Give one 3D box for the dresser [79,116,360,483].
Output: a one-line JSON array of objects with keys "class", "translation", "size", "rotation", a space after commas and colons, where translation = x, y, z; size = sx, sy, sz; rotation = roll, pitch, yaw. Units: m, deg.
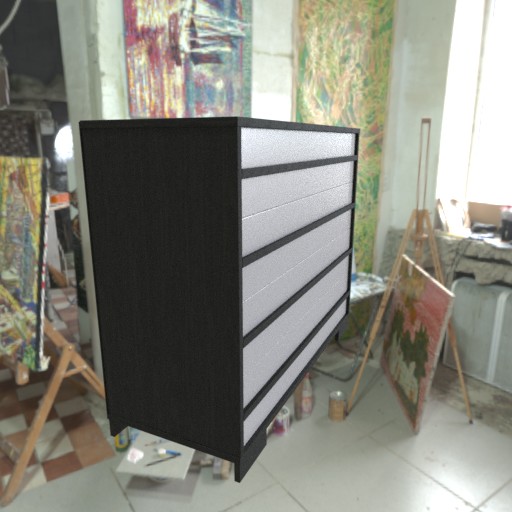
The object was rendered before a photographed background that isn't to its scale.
[{"class": "dresser", "translation": [0.000, 0.000, 1.444], "size": [0.404, 0.816, 0.994], "rotation": [7, 16, 25]}]
